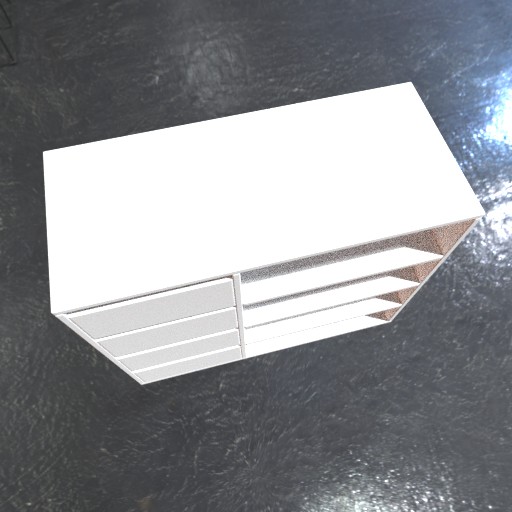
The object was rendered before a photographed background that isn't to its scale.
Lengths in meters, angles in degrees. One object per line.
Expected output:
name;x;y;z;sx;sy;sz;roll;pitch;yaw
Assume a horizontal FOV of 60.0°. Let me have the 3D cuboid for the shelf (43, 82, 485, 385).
shelf;0.000;0.000;1.293;0.895;0.732;0.396;-13;64;-6
